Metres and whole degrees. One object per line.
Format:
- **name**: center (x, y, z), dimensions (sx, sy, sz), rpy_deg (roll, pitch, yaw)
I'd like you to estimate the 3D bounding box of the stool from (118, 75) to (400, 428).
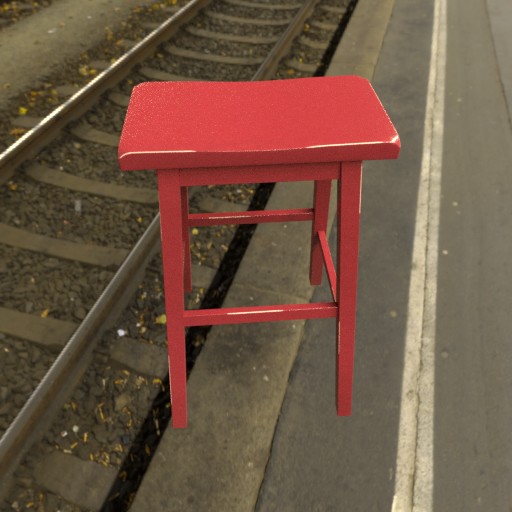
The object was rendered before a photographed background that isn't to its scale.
- **stool**: center (0.000, 0.000, 1.034), dimensions (0.457, 0.737, 0.476), rpy_deg (-3, 46, -3)
